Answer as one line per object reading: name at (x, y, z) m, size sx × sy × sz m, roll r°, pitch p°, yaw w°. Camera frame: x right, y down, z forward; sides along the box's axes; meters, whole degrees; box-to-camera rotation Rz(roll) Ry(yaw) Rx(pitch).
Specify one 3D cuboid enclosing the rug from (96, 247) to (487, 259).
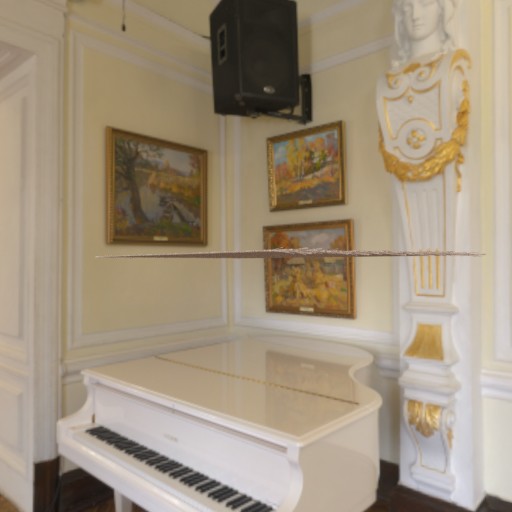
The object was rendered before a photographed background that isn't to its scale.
rug at (0.000, 0.000, 3.148) m, size 1.528 × 0.034 × 2.523 m, roll 1°, pitch -1°, yaw -36°
